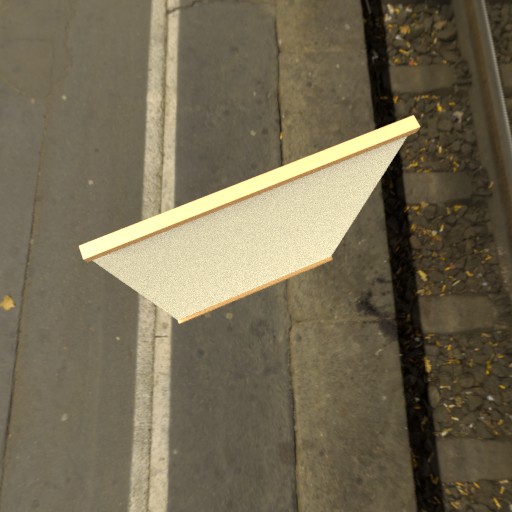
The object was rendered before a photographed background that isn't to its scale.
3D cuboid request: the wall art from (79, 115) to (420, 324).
[{"bbox_3d":[0.000,0.000,1.308,0.669,1.020,0.027,-22,76,-6],"label":"wall art"}]
